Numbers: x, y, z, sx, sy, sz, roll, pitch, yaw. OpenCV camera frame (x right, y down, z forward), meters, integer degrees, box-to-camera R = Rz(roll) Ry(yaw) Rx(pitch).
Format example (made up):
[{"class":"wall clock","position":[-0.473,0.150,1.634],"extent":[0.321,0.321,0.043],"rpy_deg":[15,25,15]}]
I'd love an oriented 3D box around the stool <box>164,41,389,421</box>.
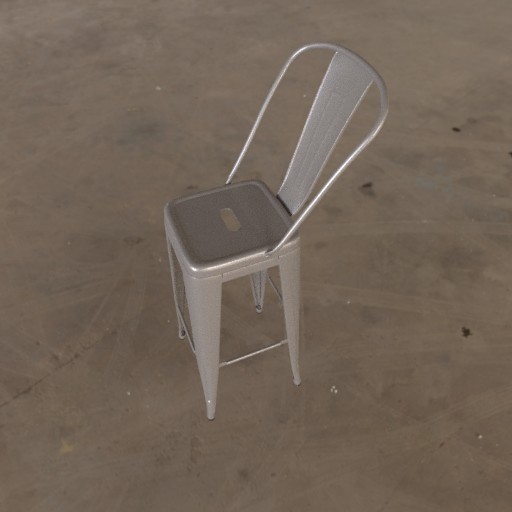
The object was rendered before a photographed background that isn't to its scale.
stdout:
[{"class":"stool","position":[0.000,0.000,1.321],"extent":[0.513,1.096,0.399],"rpy_deg":[-17,49,-15]}]
